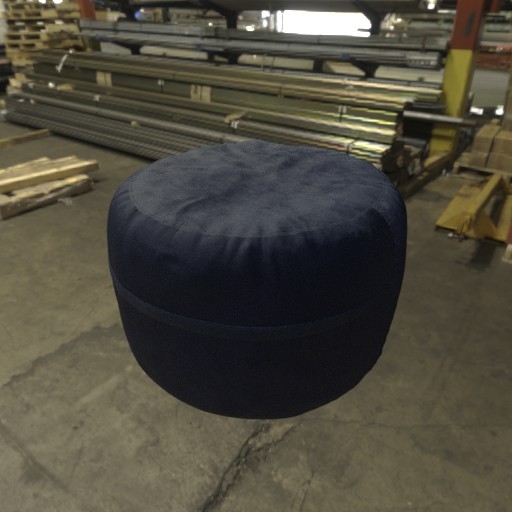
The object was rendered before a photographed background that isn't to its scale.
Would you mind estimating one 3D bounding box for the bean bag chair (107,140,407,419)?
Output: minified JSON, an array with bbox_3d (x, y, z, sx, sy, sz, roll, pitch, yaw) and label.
[{"bbox_3d":[0.000,0.000,1.923,1.219,0.762,1.219,0,31,0],"label":"bean bag chair"}]
